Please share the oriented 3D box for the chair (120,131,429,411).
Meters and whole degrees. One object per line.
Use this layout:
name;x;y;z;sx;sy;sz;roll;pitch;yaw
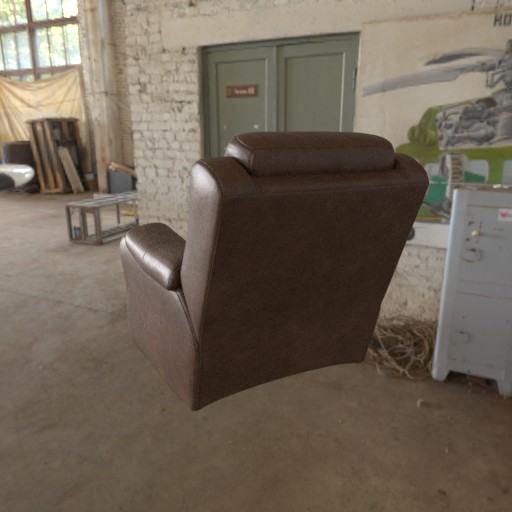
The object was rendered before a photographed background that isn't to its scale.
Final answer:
chair;0.000;0.000;1.836;0.940;0.990;1.067;-8;17;-27
